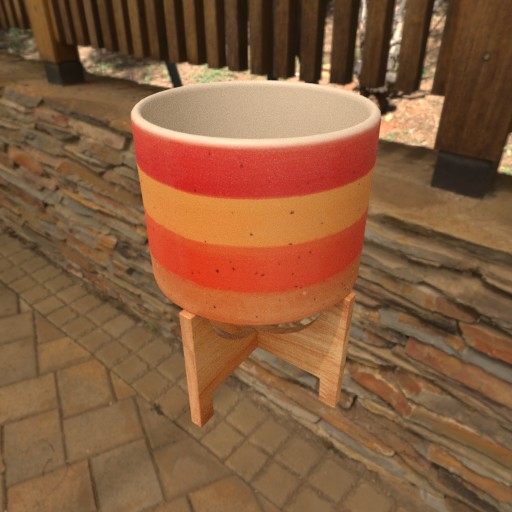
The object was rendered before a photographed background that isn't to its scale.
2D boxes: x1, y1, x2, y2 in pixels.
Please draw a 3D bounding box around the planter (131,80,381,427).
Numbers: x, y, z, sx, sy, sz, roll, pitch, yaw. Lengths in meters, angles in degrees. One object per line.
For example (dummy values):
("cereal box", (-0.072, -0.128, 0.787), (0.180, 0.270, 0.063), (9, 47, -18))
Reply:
("planter", (0.000, 0.000, 0.566), (0.269, 0.379, 0.269), (0, 32, 0))
